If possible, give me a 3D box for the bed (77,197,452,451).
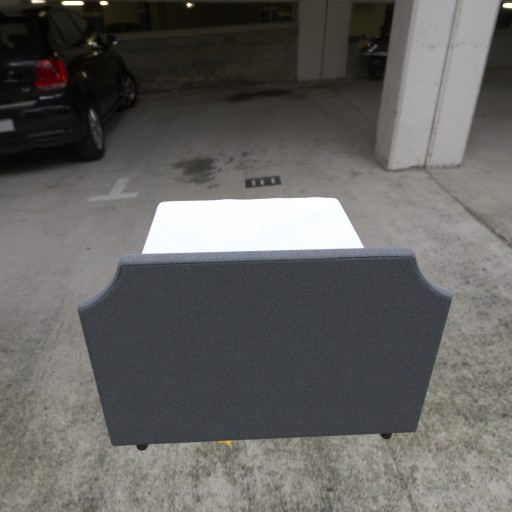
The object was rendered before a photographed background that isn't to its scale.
[{"bbox_3d":[0.000,0.000,3.263,1.811,1.296,2.259,-2,30,-3],"label":"bed"}]
